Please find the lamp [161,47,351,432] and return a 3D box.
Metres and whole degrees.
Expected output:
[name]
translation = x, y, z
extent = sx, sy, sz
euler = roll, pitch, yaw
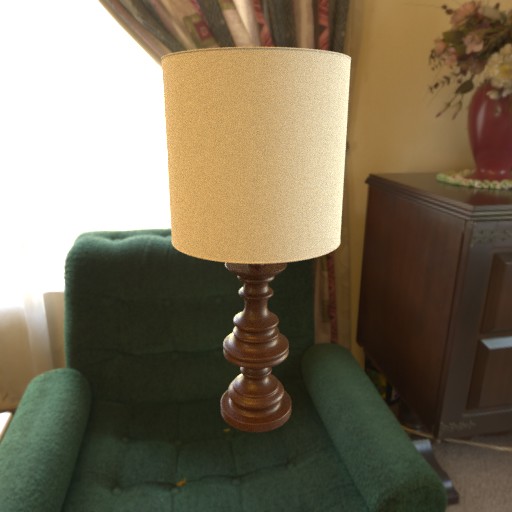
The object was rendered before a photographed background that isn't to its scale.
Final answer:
[lamp]
translation = 0.000, 0.000, 0.562
extent = 0.208, 0.455, 0.208
euler = -9, 19, -26
